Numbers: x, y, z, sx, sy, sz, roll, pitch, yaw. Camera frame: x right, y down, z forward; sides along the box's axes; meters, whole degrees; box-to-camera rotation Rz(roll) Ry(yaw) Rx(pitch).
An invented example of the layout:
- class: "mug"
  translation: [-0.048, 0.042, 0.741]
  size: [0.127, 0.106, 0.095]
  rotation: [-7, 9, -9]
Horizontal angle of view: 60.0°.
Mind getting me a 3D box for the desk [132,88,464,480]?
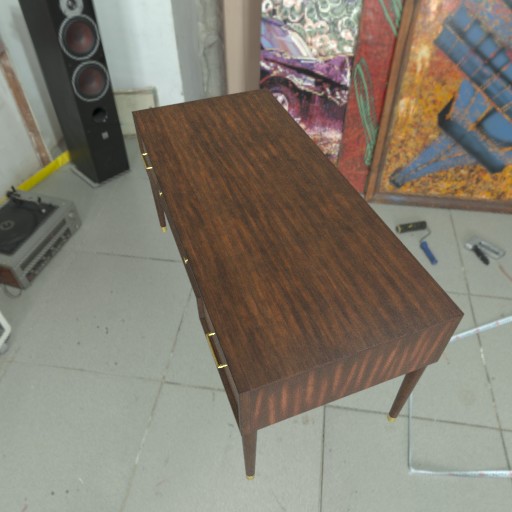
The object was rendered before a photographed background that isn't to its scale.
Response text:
- class: "desk"
  translation: [0.000, 0.000, 2.010]
  size: [0.724, 0.762, 1.575]
  rotation: [-15, 48, -14]
